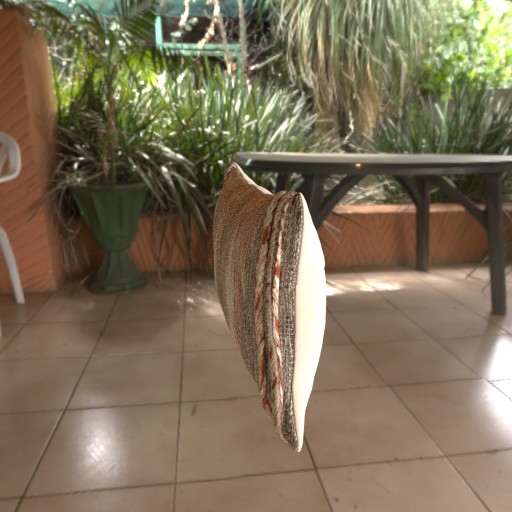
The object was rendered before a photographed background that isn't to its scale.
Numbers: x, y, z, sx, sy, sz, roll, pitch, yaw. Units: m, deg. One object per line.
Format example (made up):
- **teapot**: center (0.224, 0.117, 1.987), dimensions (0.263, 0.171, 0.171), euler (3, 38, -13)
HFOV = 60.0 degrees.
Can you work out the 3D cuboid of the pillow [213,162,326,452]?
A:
- **pillow**: center (0.000, 0.000, 0.741), dimensions (0.139, 0.282, 0.635), euler (-2, 15, -9)
